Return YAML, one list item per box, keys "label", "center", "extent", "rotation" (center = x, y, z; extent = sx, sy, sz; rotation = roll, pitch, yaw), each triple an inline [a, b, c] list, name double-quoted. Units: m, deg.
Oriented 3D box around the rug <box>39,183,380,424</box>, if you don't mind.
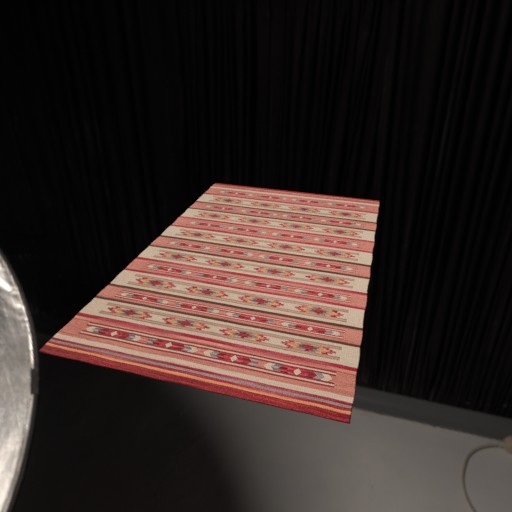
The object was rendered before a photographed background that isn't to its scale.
- label: "rug"
  center: [0.000, 0.000, 3.021]
  extent: [1.535, 0.010, 2.431]
  rotation: [8, 31, 14]
